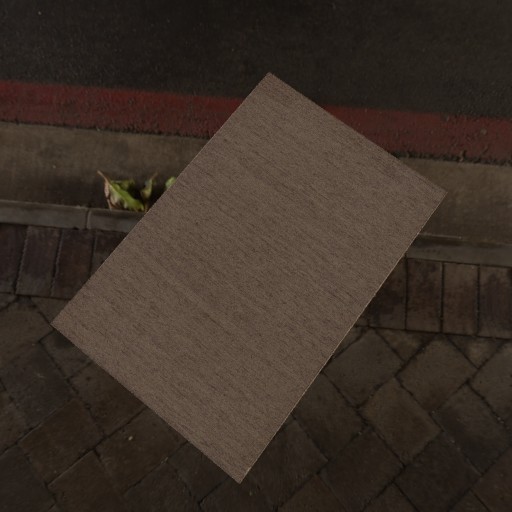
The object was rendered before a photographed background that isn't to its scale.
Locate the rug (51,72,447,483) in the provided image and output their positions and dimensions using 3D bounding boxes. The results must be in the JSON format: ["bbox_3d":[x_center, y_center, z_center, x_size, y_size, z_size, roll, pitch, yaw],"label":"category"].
[{"bbox_3d":[0.000,0.000,2.341,1.225,0.013,1.840,37,79,8],"label":"rug"}]
